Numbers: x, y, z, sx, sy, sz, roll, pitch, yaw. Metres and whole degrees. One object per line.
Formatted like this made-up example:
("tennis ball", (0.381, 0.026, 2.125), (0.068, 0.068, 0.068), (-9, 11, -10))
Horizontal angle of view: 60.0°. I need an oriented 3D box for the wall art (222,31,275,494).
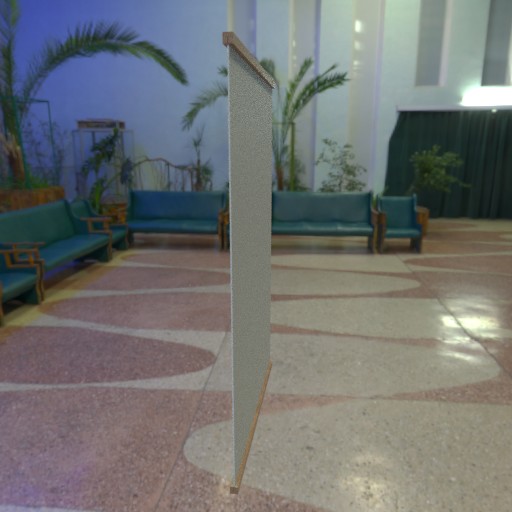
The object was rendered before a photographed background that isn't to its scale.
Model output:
("wall art", (0.000, 0.000, 1.885), (0.030, 1.519, 0.990), (2, 14, 9))
